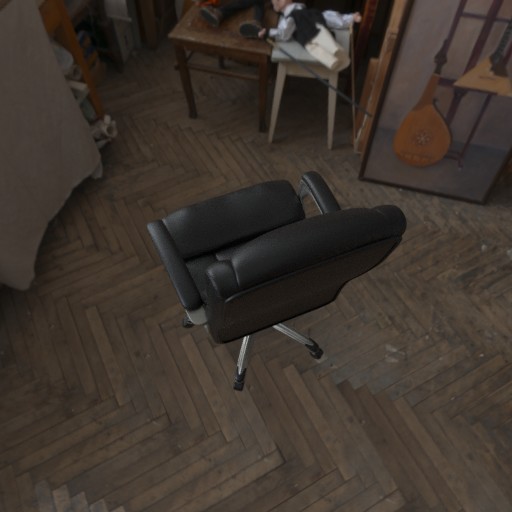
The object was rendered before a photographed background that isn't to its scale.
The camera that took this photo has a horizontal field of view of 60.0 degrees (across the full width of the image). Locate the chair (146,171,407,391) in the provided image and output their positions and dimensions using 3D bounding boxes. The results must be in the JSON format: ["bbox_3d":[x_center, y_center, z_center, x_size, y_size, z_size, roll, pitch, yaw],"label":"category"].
[{"bbox_3d":[0.000,0.000,1.588,0.663,1.155,0.739,-19,61,-11],"label":"chair"}]
